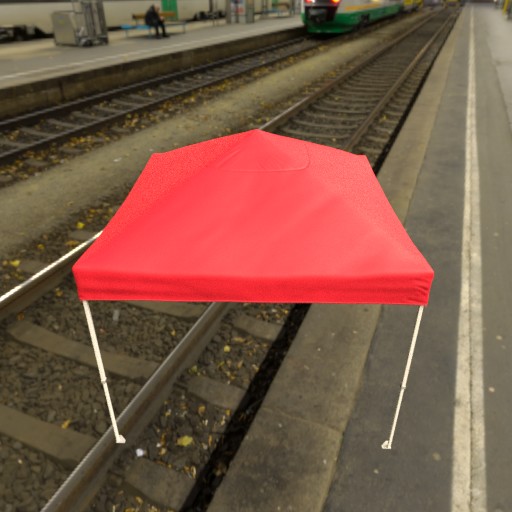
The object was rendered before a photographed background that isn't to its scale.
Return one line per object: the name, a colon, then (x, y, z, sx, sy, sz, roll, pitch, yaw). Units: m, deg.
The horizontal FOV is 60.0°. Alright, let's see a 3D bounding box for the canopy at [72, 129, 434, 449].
canopy: (0.000, 0.000, 5.279, 2.996, 2.997, 2.998, 1, 31, 1)
